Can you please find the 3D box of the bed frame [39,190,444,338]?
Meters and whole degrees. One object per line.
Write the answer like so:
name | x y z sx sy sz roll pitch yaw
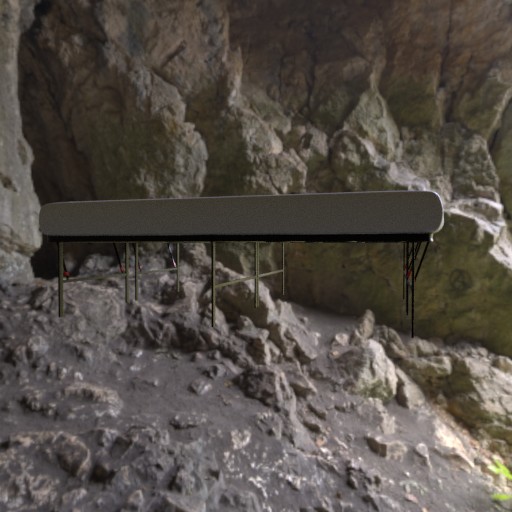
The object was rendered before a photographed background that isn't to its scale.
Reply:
bed frame | 0.000 0.000 2.906 2.151 0.667 1.584 0 2 17
